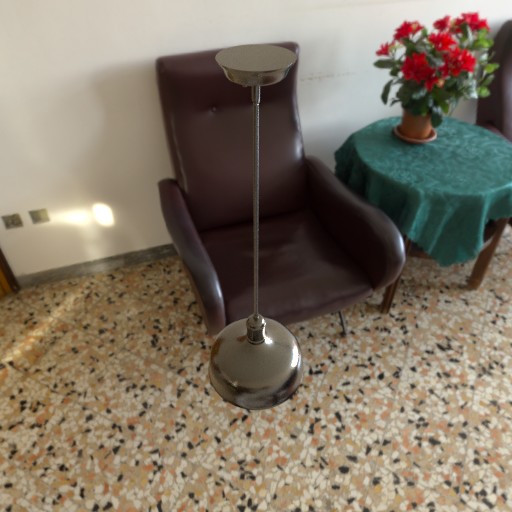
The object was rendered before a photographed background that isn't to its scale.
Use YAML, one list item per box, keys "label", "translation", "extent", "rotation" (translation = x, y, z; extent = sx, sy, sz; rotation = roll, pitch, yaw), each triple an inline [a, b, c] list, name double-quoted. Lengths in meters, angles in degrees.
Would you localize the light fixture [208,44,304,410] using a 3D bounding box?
- label: "light fixture"
  translation: [0.000, 0.000, 1.087]
  extent: [0.299, 0.935, 0.299]
  rotation: [25, 48, 26]
